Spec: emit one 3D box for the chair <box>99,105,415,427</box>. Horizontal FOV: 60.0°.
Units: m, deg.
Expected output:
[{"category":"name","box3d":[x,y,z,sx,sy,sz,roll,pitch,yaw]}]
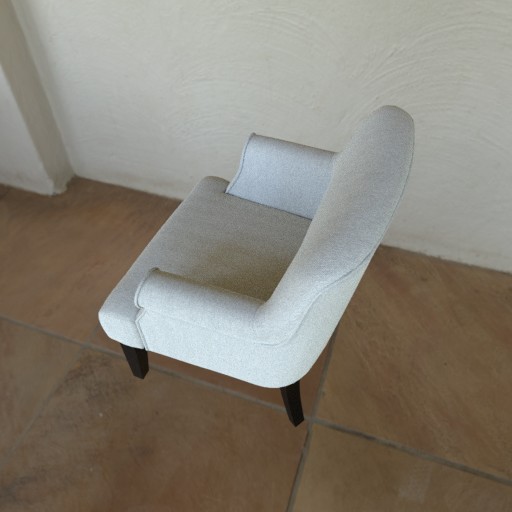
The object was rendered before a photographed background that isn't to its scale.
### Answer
[{"category":"chair","box3d":[0.000,0.000,1.407,0.750,0.875,0.781,17,50,15]}]
